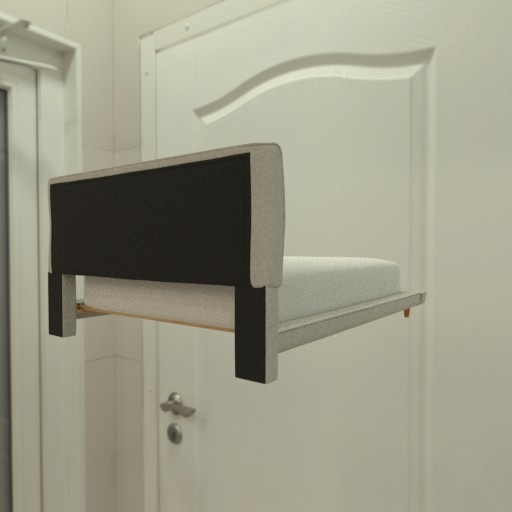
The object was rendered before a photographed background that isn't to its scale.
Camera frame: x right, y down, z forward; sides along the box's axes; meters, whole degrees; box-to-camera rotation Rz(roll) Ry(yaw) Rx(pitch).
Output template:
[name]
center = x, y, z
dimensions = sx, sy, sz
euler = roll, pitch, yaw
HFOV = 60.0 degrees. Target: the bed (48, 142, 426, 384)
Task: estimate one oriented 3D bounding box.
[bed]
center = 0.000, 0.000, 3.345
dimensions = 1.840, 1.067, 2.368
euler = 1, 2, 37
